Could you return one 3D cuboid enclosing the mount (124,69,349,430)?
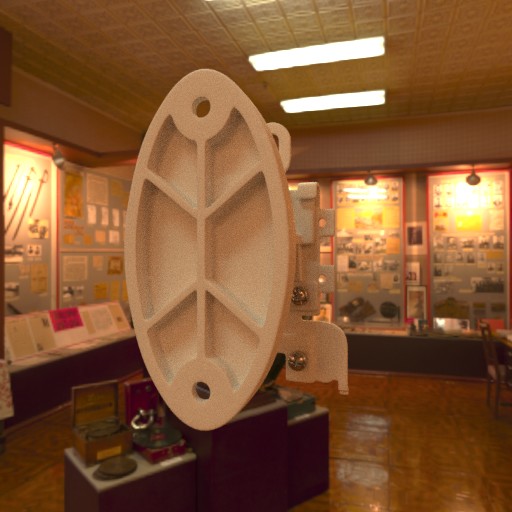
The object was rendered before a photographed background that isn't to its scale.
[{"bbox_3d":[0.000,0.000,0.175,0.066,0.118,0.100,0,0,18],"label":"mount"}]
